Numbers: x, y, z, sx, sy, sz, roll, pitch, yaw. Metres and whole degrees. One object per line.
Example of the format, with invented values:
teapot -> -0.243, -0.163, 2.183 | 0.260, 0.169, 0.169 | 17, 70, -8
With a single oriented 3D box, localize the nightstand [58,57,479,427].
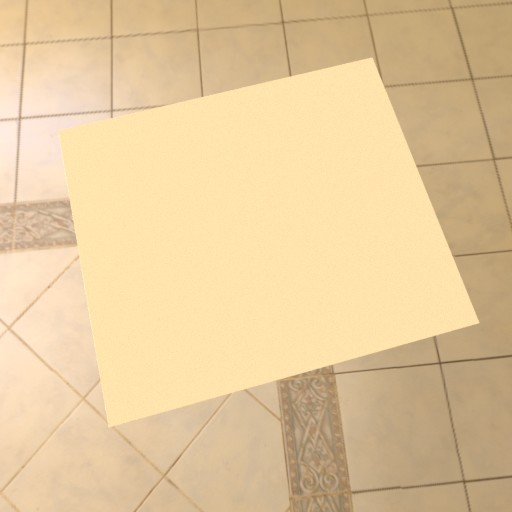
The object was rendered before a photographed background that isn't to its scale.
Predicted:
nightstand -> 0.000, 0.000, 0.760 | 0.470, 0.351, 0.408 | -15, 75, -4
